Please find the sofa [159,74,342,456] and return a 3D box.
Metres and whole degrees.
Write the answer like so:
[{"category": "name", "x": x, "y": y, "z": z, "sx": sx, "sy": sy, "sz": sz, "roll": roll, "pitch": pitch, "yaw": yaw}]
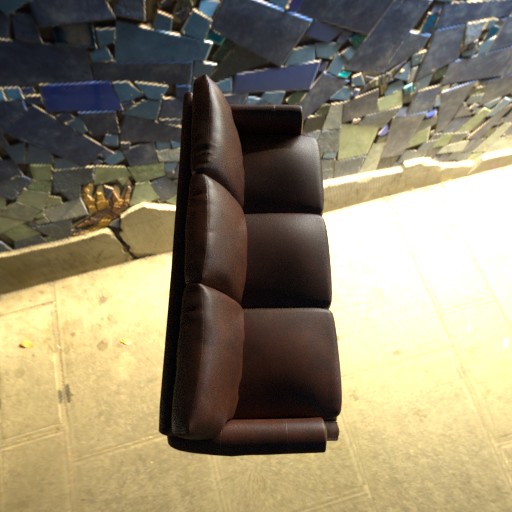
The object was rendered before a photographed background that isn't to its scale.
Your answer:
[{"category": "sofa", "x": 0.000, "y": 0.000, "z": 2.853, "sx": 0.973, "sy": 0.977, "sz": 2.351, "roll": -1, "pitch": 65, "yaw": 0}]
